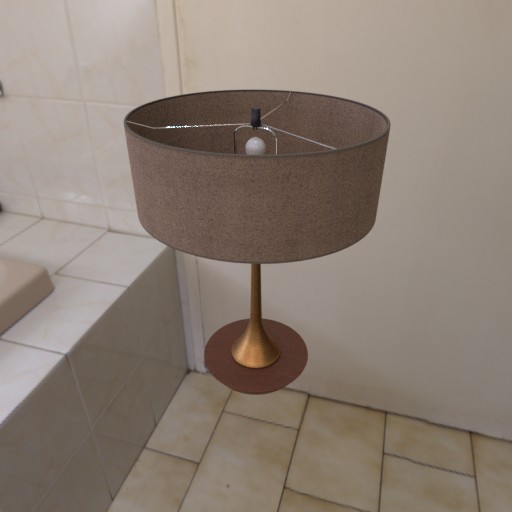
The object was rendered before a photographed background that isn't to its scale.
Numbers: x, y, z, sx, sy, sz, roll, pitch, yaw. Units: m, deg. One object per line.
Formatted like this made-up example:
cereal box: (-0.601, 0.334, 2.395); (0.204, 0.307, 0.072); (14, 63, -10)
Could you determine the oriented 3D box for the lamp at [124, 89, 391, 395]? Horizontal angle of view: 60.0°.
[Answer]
lamp: (0.000, 0.000, 0.847); (0.417, 0.551, 0.396); (10, 33, 16)
